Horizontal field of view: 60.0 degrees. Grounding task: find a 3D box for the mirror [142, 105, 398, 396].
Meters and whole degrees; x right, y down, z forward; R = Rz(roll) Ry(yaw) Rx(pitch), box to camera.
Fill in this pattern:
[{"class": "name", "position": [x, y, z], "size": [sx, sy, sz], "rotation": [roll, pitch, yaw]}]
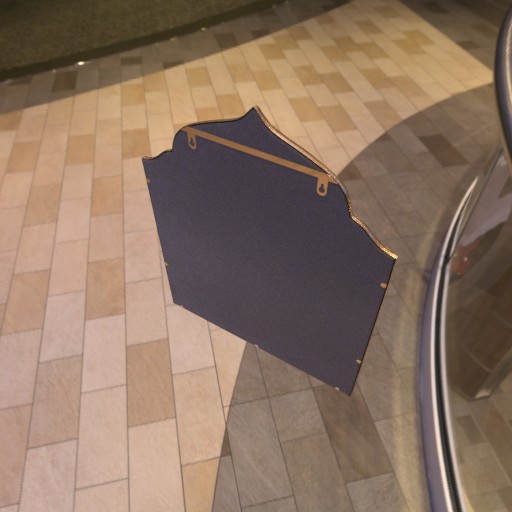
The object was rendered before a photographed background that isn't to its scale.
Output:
[{"class": "mirror", "position": [0.000, 0.000, 0.872], "size": [0.513, 0.635, 0.018], "rotation": [24, 51, 21]}]
